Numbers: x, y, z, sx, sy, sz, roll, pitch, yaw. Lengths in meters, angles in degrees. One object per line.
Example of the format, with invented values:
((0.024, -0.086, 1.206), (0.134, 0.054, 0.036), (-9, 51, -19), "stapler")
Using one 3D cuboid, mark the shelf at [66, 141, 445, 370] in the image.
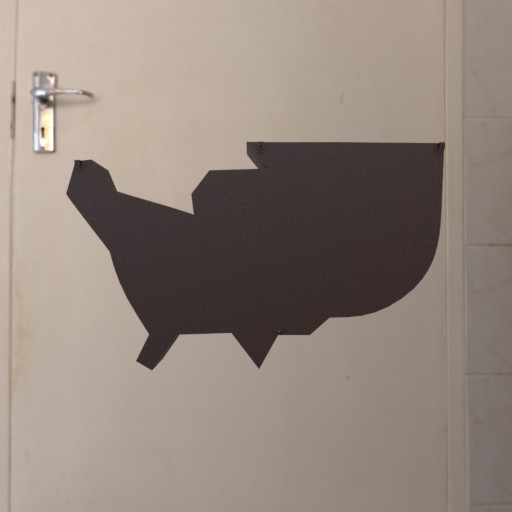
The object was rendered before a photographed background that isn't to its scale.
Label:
((0.000, 0.000, 0.897), (0.729, 0.439, 0.112), (0, -1, -1), "shelf")
